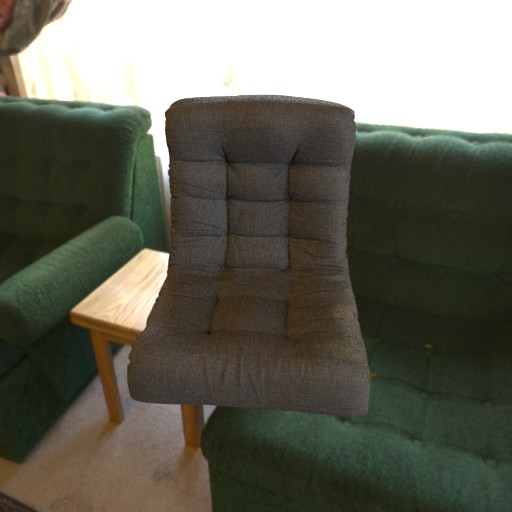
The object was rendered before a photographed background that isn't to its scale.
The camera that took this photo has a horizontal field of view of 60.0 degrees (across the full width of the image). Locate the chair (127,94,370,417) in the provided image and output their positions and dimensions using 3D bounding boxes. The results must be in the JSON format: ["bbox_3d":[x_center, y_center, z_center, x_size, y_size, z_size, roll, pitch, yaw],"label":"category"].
[{"bbox_3d":[0.000,0.000,1.230,0.597,0.749,0.668,2,30,3],"label":"chair"}]
